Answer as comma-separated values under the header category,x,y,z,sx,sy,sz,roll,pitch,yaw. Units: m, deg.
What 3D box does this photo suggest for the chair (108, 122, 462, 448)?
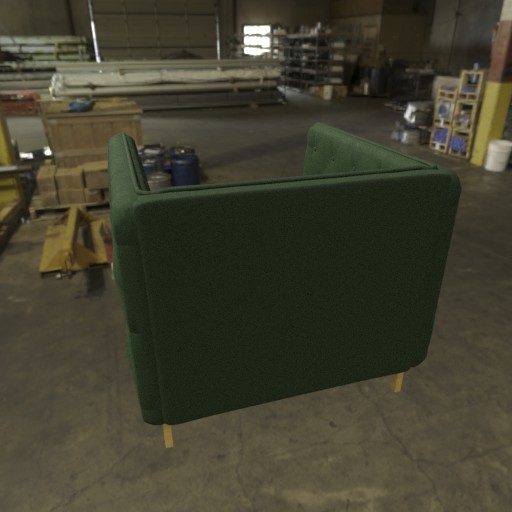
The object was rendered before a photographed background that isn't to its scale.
category,x,y,z,sx,sy,sz,roll,pitch,yaw
chair,0.000,0.000,1.534,0.917,0.768,0.855,-8,27,-16
